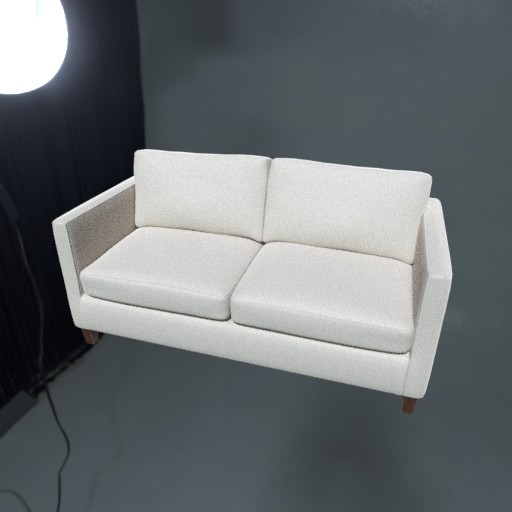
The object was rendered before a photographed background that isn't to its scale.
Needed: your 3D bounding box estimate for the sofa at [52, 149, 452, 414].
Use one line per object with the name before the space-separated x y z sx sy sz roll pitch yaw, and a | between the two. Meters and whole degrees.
sofa | 0.000 0.000 2.240 1.722 0.888 0.873 8 29 15
